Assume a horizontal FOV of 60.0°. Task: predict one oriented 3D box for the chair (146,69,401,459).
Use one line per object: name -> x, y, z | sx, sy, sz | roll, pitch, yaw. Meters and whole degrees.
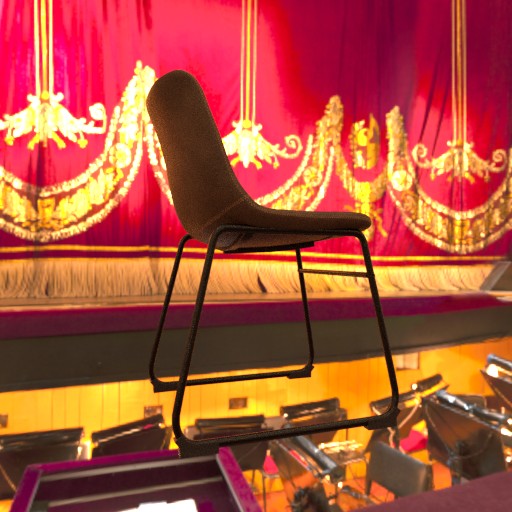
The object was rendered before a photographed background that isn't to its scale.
chair -> 0.000, 0.000, 1.144 | 0.551, 0.780, 0.460 | 0, 0, -19
